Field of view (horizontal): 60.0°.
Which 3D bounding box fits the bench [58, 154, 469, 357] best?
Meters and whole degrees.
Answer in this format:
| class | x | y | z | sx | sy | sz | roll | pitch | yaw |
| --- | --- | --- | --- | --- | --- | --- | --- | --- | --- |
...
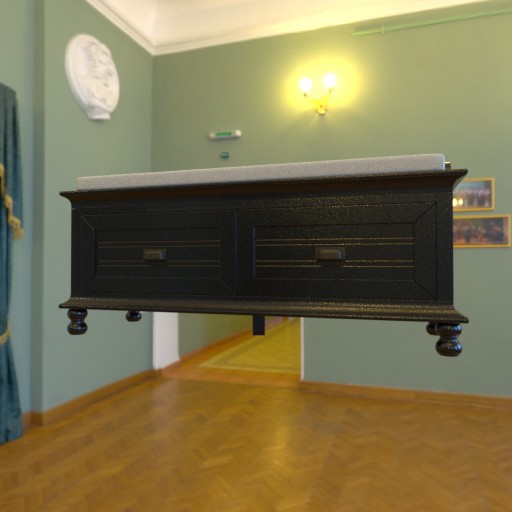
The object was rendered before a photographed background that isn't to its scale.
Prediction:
| class | x | y | z | sx | sy | sz | roll | pitch | yaw |
| --- | --- | --- | --- | --- | --- | --- | --- | --- | --- |
| bench | 0.000 | 0.000 | 1.423 | 1.185 | 0.501 | 0.402 | 0 | -1 | 17 |
